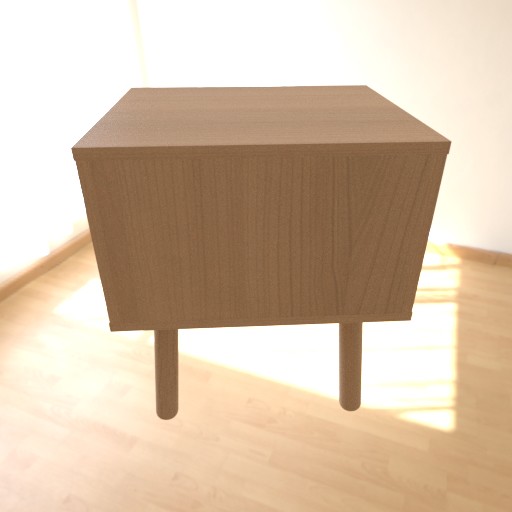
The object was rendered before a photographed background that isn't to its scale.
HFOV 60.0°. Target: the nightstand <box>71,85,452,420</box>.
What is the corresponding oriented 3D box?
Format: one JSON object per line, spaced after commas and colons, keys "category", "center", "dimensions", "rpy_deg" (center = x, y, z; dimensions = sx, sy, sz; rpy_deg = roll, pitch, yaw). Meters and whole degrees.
{"category": "nightstand", "center": [0.000, 0.000, 0.821], "dimensions": [0.450, 0.530, 0.380], "rpy_deg": [-2, 31, -3]}
